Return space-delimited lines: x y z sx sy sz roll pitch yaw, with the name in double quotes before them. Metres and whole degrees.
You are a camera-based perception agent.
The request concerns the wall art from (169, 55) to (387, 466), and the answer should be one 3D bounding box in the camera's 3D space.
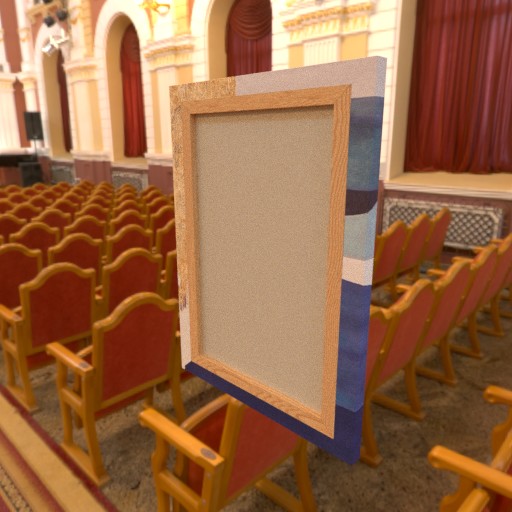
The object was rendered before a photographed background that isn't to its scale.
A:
"wall art" 0.000 0.000 0.803 0.458 0.613 0.026 14 20 43
